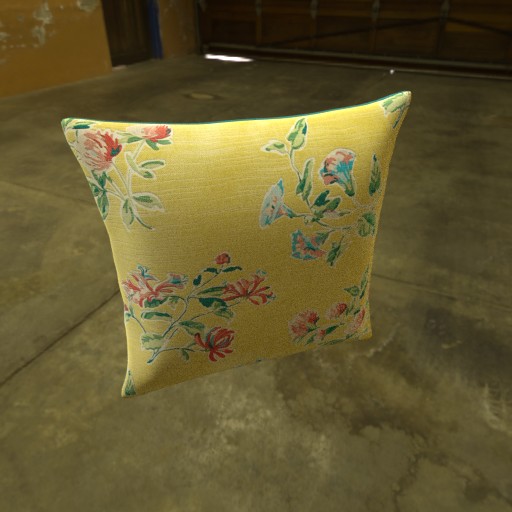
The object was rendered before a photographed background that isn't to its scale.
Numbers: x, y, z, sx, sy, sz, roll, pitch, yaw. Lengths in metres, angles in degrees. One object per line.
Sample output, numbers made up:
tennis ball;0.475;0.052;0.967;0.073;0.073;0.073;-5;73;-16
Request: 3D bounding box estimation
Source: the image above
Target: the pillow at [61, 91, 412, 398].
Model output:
pillow;0.000;0.000;0.763;0.525;0.508;0.166;-10;33;-16
